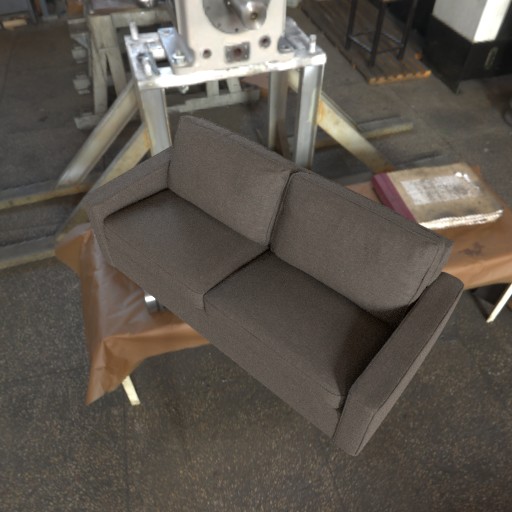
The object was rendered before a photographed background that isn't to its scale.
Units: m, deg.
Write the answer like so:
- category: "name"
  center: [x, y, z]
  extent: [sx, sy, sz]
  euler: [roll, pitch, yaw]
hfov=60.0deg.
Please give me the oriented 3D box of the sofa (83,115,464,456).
- category: "sofa"
  center: [0.000, 0.000, 2.573]
  extent: [2.080, 0.919, 0.940]
  euler: [32, 55, 26]
